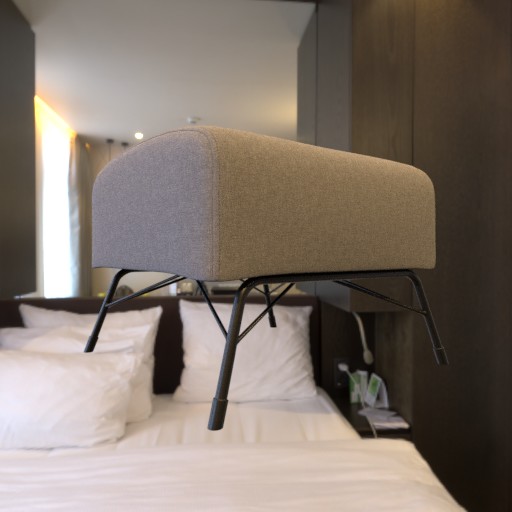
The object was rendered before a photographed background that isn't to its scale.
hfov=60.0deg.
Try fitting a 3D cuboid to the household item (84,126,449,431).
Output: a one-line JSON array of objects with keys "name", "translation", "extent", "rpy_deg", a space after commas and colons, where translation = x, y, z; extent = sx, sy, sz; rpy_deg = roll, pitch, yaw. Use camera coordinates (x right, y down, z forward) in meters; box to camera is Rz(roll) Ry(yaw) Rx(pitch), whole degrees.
[{"name": "household item", "translation": [0.000, 0.000, 0.895], "extent": [0.530, 0.410, 0.530], "rpy_deg": [0, 1, -37]}]
